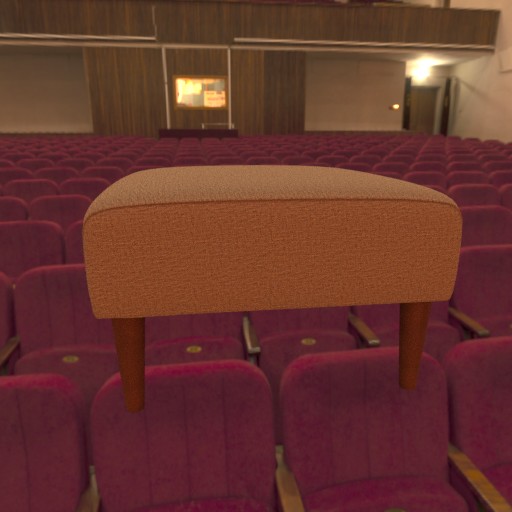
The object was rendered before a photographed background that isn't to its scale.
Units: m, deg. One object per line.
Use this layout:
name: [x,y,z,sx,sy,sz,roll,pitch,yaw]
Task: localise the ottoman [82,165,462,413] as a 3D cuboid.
ottoman: [0.000,0.000,1.042,0.649,0.398,0.650,-2,15,-8]
